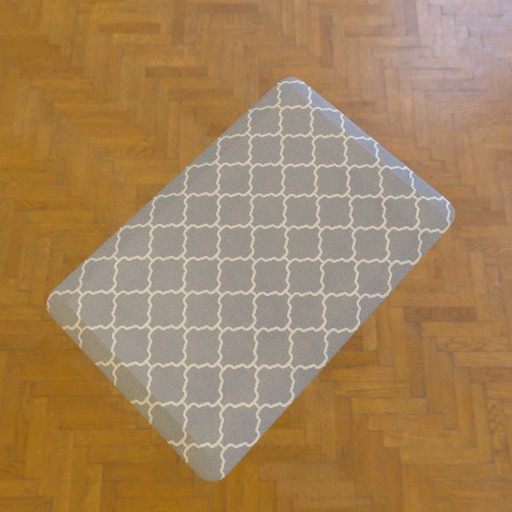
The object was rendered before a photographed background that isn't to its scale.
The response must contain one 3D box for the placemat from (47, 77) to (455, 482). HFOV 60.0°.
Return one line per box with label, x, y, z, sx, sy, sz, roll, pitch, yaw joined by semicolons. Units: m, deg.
placemat;0.000;0.000;0.930;0.508;0.021;0.762;43;80;10
